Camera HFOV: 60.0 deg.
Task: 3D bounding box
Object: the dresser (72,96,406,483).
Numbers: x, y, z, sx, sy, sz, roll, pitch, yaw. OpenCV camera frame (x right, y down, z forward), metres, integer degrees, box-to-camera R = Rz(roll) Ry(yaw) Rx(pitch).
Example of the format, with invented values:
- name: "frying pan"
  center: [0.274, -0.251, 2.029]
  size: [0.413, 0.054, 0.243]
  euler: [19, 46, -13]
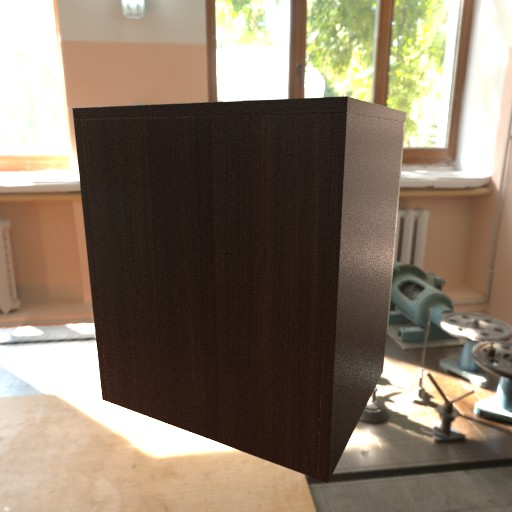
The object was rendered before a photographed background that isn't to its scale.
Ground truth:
- name: "dresser"
  center: [0.000, 0.000, 0.753]
  size: [0.400, 0.470, 0.360]
  euler: [8, 17, 27]
